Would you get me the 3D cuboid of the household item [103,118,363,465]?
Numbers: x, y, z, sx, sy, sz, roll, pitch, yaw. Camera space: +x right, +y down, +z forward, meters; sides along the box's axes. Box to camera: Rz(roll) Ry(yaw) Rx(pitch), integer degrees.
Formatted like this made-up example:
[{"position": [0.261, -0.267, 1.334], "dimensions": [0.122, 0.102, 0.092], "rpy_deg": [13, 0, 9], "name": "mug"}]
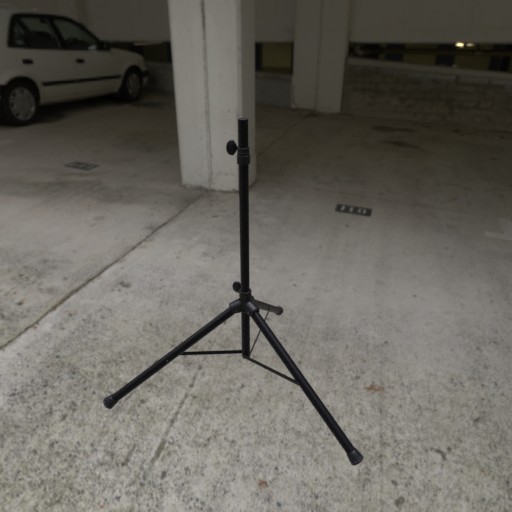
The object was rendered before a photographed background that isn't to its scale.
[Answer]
[{"position": [0.000, 0.000, 1.810], "dimensions": [1.045, 1.136, 0.907], "rpy_deg": [8, 28, 15], "name": "household item"}]
